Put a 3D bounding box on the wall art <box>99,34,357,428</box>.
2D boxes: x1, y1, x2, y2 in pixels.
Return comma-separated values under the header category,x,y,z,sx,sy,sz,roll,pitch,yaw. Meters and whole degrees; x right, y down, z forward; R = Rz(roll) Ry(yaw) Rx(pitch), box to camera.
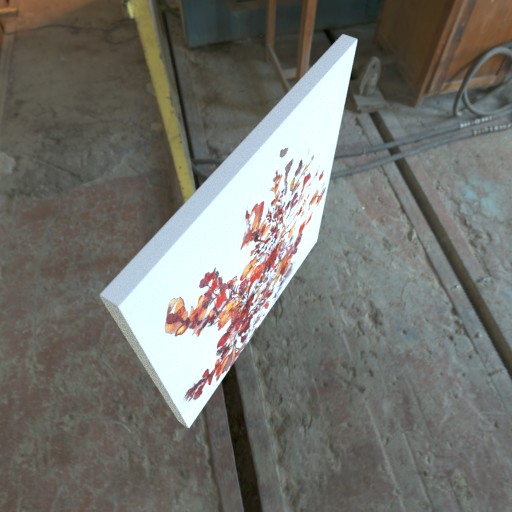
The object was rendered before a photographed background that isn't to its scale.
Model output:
category,x,y,z,sx,sy,sz,roll,pitch,yaw
wall art,0.000,0.000,1.099,0.037,0.757,0.757,28,61,17
